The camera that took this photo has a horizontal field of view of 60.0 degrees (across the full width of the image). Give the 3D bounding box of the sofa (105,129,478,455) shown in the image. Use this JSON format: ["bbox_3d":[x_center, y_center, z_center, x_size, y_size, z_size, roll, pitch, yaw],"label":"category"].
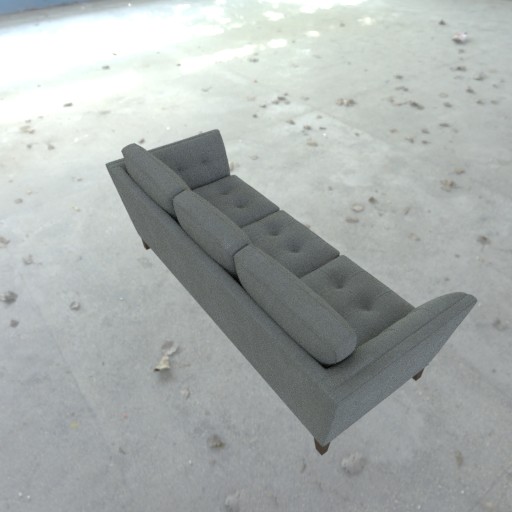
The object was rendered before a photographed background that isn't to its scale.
[{"bbox_3d":[0.000,0.000,2.880,0.965,0.940,2.387,-26,47,-27],"label":"sofa"}]
